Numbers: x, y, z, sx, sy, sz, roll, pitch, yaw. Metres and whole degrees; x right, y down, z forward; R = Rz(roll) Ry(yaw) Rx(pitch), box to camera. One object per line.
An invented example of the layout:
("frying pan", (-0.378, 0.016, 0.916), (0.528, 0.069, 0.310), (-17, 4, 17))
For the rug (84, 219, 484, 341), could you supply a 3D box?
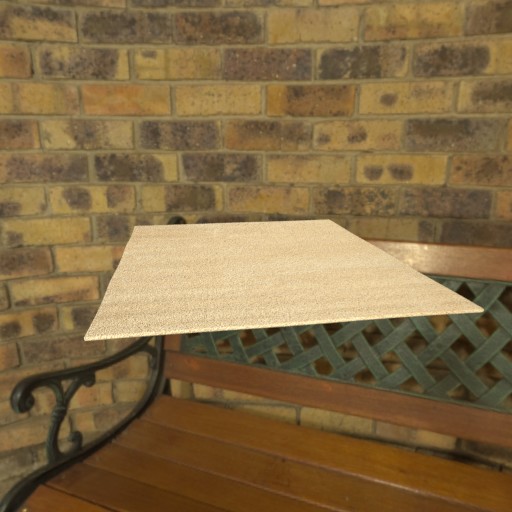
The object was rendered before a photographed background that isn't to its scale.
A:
("rug", (0.000, 0.000, 4.019), (2.400, 0.025, 3.000), (-3, 16, -9))
